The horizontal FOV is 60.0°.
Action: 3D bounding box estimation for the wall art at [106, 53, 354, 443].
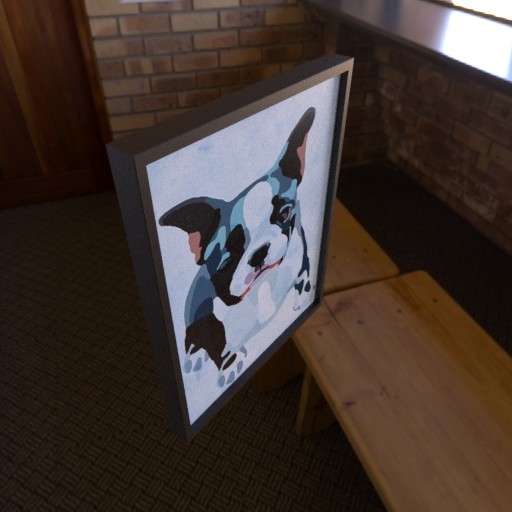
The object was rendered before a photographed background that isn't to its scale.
[{"bbox_3d":[0.000,0.000,0.503,0.030,0.369,0.294,27,46,29],"label":"wall art"}]
